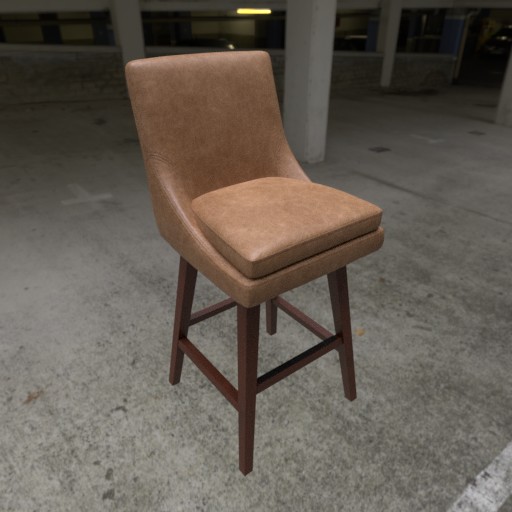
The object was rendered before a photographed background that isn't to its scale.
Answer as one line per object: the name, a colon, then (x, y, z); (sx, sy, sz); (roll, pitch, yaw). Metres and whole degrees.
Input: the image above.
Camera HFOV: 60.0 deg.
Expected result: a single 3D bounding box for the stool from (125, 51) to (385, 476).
stool: (0.000, 0.000, 1.339); (0.487, 1.079, 0.572); (-21, 36, -32)
